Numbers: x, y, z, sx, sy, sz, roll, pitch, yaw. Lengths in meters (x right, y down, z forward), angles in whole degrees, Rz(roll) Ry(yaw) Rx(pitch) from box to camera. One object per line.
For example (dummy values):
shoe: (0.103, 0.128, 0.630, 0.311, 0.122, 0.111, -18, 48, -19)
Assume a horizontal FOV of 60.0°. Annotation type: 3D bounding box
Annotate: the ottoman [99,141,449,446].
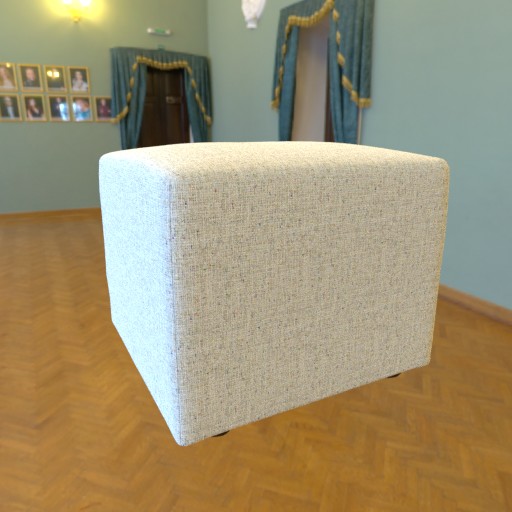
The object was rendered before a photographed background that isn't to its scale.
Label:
ottoman: (0.000, 0.000, 0.908, 0.521, 0.453, 0.512, -8, 18, -27)
